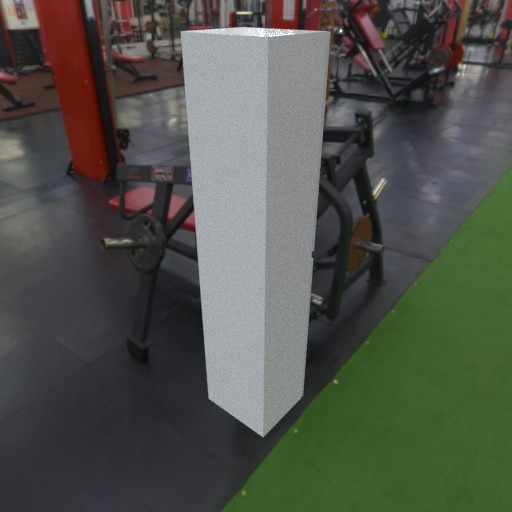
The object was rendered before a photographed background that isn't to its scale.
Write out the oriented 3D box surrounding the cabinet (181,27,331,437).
[{"bbox_3d":[0.000,0.000,1.545,0.300,1.400,0.270,23,37,34],"label":"cabinet"}]
